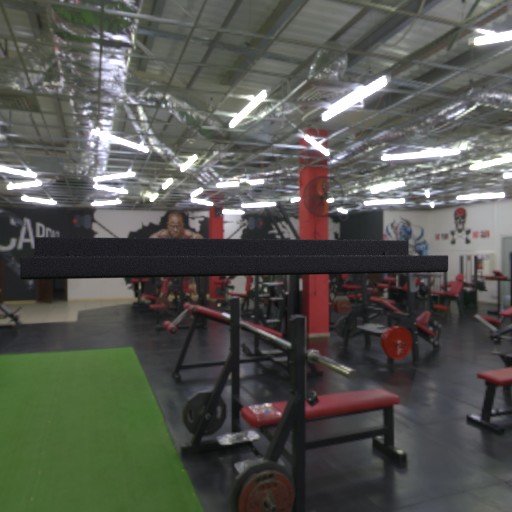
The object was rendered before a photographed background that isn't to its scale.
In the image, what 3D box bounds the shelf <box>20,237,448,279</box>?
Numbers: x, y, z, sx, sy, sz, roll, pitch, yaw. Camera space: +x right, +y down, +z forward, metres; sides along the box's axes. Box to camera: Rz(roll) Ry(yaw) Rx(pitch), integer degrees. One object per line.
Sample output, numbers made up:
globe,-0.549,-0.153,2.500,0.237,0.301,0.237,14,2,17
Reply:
shelf,0.000,0.000,0.653,0.605,0.053,0.102,0,1,-18
